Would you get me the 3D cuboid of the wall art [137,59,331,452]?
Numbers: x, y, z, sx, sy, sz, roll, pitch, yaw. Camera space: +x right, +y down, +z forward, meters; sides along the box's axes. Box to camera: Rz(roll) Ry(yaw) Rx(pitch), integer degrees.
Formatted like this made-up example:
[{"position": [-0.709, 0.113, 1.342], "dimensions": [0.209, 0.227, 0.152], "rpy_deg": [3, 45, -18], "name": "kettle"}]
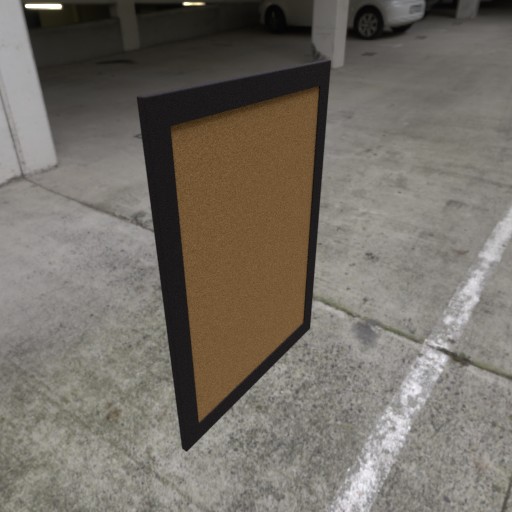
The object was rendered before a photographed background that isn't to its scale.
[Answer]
[{"position": [0.000, 0.000, 0.689], "dimensions": [0.012, 0.529, 0.374], "rpy_deg": [20, 36, 31], "name": "wall art"}]
